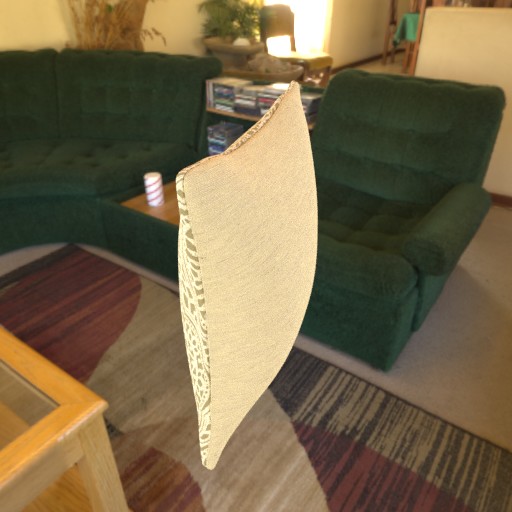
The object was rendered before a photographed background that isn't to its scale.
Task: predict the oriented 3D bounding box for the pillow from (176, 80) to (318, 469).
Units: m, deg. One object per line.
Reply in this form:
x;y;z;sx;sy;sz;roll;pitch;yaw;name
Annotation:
0.000;0.000;0.660;0.167;0.421;0.438;9;33;15;pillow
